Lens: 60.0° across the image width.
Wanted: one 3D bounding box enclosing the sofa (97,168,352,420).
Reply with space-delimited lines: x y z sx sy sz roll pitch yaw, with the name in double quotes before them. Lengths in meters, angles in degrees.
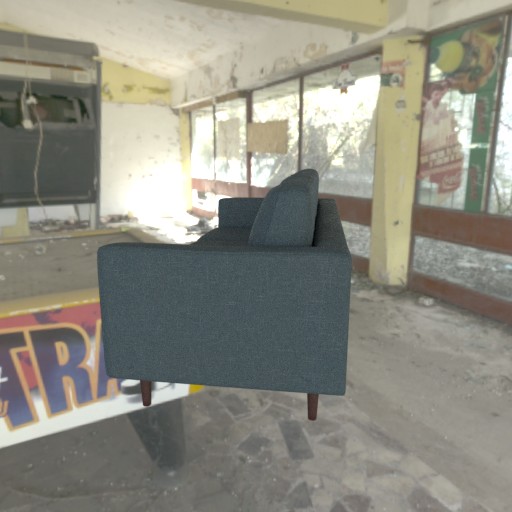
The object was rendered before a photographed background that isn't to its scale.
"sofa" 0.000 0.000 2.536 0.935 0.945 2.013 2 13 8
